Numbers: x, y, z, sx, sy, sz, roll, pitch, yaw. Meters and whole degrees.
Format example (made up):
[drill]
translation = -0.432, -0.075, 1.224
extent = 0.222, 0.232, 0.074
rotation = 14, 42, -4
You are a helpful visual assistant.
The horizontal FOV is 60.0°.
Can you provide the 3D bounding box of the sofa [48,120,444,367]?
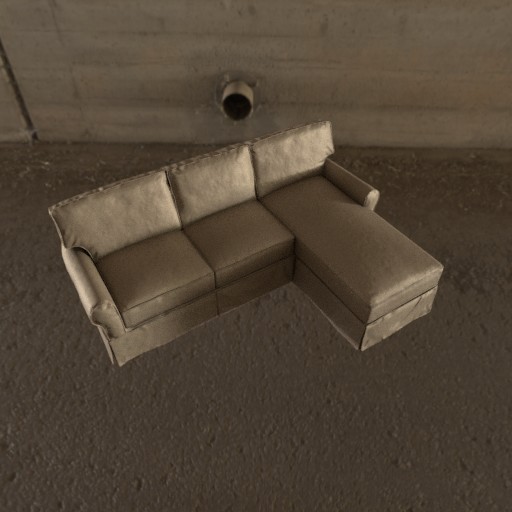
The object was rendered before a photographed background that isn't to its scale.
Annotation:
[sofa]
translation = 0.000, 0.000, 3.316
extent = 2.475, 0.978, 1.733
rotation = -24, 49, -22
